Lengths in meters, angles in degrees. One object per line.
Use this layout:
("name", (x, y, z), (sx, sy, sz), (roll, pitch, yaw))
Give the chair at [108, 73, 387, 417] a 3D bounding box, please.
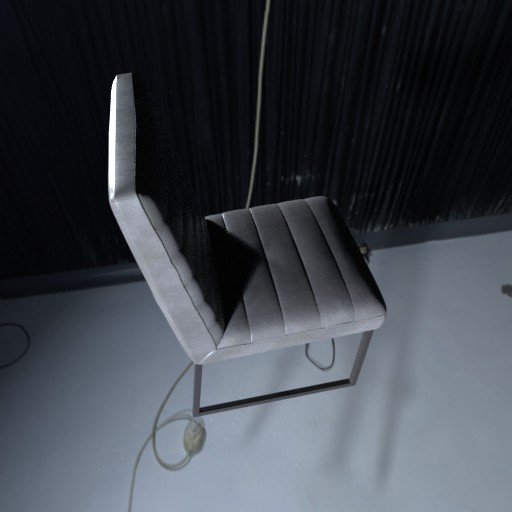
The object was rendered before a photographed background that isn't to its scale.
("chair", (0.000, 0.000, 1.292), (0.634, 0.930, 0.520), (-9, 47, -8))
